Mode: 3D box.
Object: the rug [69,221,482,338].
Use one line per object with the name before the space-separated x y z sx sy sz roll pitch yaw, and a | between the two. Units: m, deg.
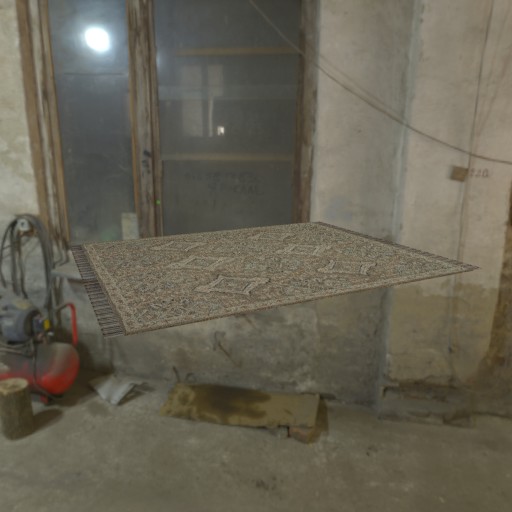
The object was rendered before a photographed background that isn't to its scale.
rug | 0.000 0.000 4.133 3.056 0.010 2.437 -7 17 -25
